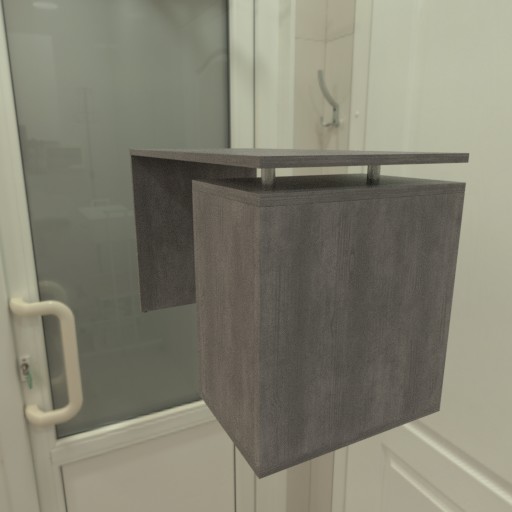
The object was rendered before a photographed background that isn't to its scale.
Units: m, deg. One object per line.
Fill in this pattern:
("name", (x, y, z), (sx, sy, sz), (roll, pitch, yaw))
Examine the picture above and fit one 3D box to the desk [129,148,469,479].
("desk", (0.000, 0.000, 1.598), (0.600, 0.740, 1.200), (-7, 16, -26))
